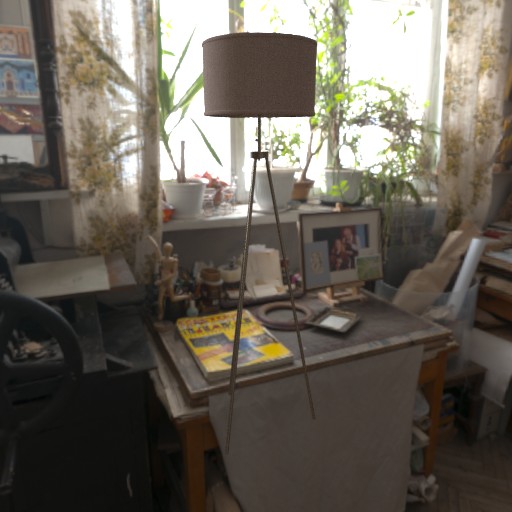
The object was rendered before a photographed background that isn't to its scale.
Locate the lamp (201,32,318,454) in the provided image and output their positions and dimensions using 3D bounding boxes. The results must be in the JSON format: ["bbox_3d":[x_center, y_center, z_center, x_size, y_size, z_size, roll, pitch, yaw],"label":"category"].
[{"bbox_3d":[0.000,0.000,1.756,0.449,1.545,0.460,8,18,26],"label":"lamp"}]
